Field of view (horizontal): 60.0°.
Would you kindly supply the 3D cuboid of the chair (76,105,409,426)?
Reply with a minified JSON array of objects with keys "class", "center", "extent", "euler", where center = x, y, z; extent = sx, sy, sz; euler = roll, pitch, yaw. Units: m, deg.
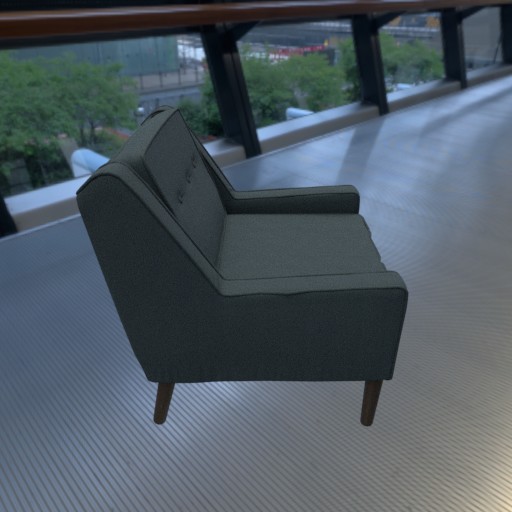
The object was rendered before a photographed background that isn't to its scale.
[{"class":"chair","center":[0.000,0.000,1.331],"extent":[0.733,0.780,0.663],"euler":[0,30,0]}]
